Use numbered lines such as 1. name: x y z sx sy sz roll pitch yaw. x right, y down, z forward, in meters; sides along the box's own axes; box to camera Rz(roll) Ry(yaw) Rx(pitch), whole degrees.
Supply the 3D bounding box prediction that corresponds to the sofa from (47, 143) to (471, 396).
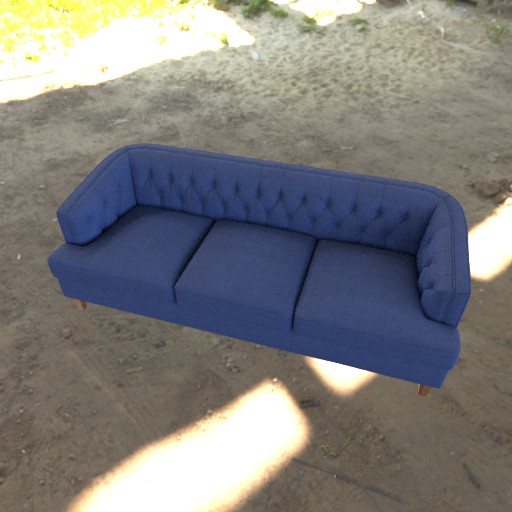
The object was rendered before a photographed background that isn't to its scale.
1. sofa: 0.000 0.000 2.624 2.235 0.787 0.914 11 41 13
